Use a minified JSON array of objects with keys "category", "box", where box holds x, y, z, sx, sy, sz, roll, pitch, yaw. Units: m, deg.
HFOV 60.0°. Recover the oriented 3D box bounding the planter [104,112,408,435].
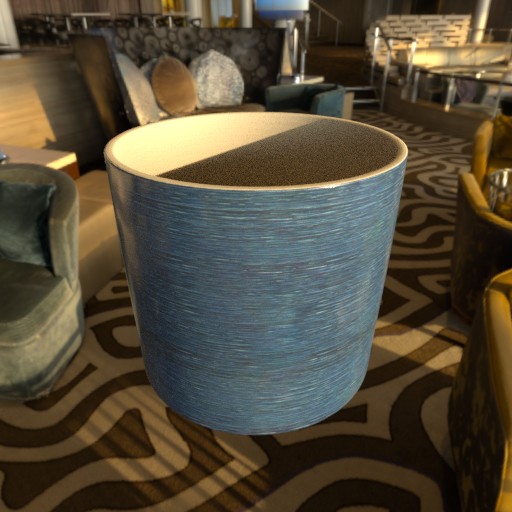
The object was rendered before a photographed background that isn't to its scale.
[{"category":"planter","box":[0.000,0.000,0.385,0.221,0.201,0.221,0,28,0]}]
